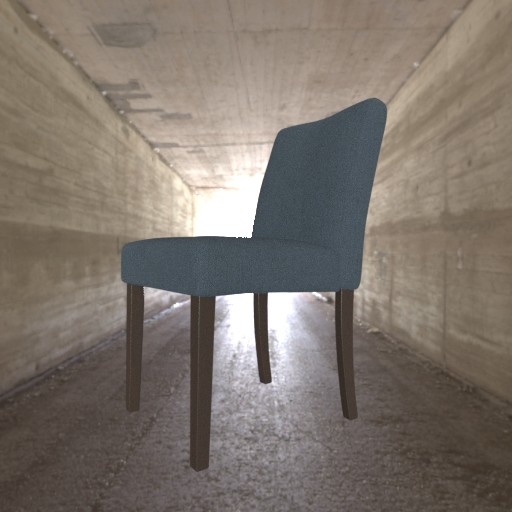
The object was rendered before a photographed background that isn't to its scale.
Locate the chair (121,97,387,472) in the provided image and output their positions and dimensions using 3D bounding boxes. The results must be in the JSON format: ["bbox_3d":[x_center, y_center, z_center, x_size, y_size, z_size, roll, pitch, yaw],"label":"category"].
[{"bbox_3d":[0.000,0.000,1.255,0.629,0.882,0.487,-1,1,-35],"label":"chair"}]
